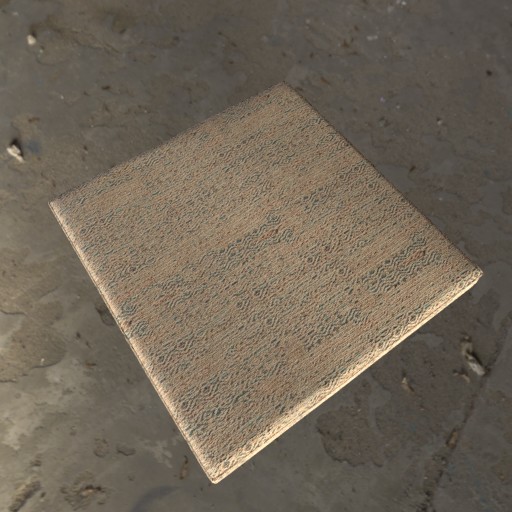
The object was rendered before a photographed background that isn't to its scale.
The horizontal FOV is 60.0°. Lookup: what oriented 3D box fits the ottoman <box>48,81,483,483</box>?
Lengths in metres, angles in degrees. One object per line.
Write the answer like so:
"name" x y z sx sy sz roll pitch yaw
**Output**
"ottoman" 0.000 0.000 1.495 0.968 0.356 1.004 -32 67 -15
